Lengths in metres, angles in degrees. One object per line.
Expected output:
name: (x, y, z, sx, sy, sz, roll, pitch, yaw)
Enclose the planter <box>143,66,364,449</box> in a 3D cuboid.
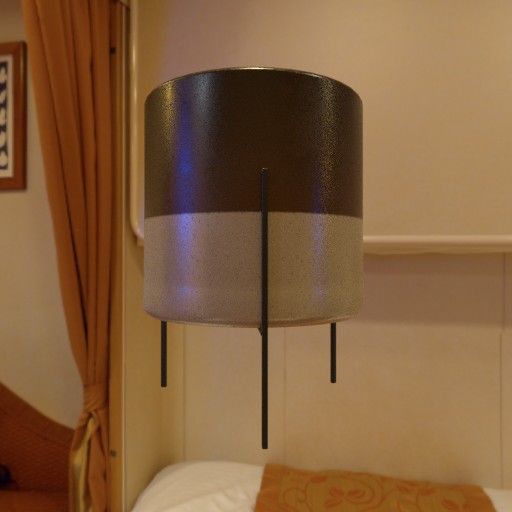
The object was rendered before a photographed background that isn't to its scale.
planter: (0.000, 0.000, 0.715, 0.354, 0.465, 0.345, 0, 0, -35)
